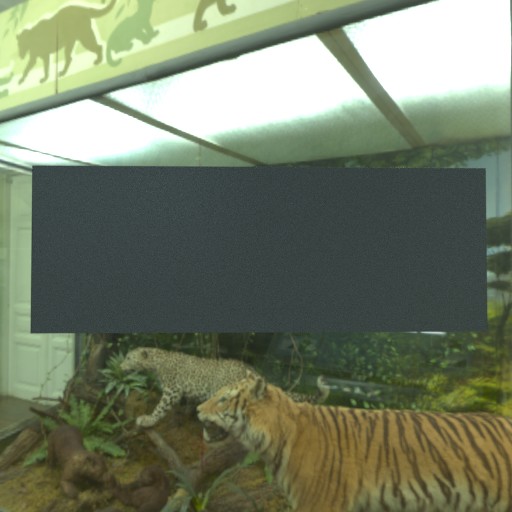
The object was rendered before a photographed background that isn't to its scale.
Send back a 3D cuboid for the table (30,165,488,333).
[{"bbox_3d":[0.000,0.000,1.179,0.801,0.299,0.801,0,-1,-2],"label":"table"}]
